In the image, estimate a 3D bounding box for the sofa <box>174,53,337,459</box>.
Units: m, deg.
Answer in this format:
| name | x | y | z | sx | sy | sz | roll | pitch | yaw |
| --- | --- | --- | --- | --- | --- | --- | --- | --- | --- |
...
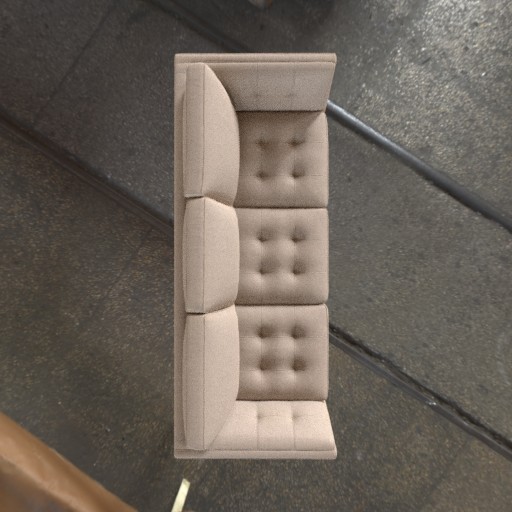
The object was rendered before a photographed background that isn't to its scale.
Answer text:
| name | x | y | z | sx | sy | sz | roll | pitch | yaw |
| --- | --- | --- | --- | --- | --- | --- | --- | --- | --- |
| sofa | 0.000 | 0.000 | 2.898 | 0.965 | 0.940 | 2.388 | 0 | 90 | 0 |
